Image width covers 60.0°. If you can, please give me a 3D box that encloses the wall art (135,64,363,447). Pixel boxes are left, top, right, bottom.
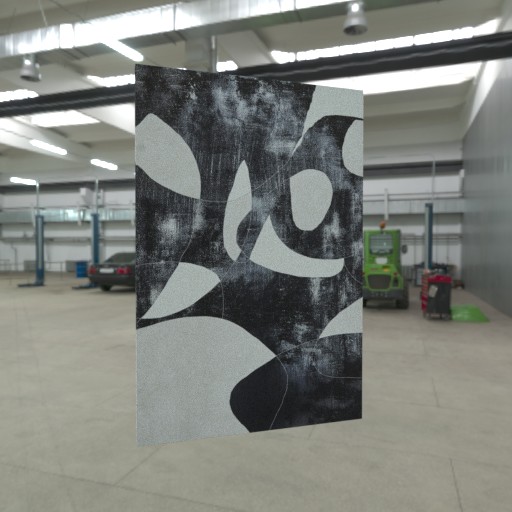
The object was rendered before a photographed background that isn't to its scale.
[{"bbox_3d":[0.000,0.000,1.164,0.610,0.915,0.041,0,1,-17],"label":"wall art"}]
